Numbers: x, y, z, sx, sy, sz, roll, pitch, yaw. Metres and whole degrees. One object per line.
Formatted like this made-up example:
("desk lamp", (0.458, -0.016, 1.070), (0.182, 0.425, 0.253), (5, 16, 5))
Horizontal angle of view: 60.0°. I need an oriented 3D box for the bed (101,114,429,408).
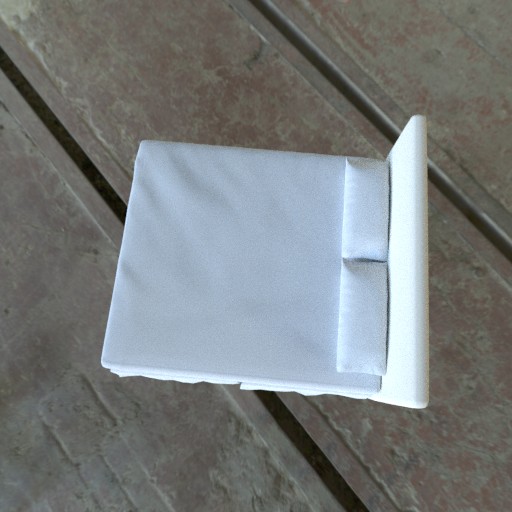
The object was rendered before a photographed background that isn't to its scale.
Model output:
("bed", (0.000, 0.000, 3.599), (2.341, 1.317, 2.119), (5, 75, 1))
